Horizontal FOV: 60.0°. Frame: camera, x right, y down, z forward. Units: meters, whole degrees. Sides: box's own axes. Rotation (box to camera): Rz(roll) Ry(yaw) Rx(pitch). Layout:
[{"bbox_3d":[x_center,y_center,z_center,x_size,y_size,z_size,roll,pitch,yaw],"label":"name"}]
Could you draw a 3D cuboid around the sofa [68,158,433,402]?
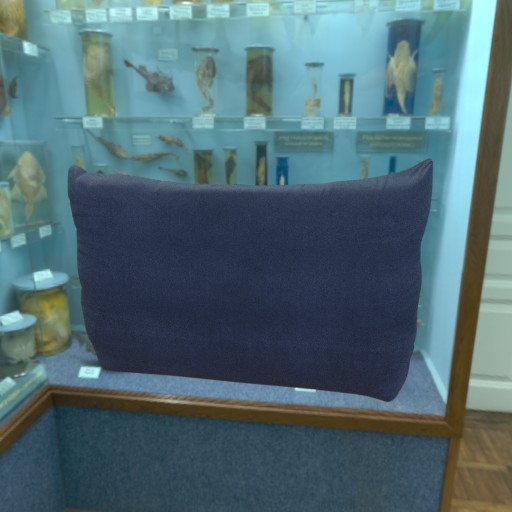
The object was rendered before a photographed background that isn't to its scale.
[{"bbox_3d":[0.000,0.000,1.717,1.122,0.778,0.849,3,15,10],"label":"sofa"}]
